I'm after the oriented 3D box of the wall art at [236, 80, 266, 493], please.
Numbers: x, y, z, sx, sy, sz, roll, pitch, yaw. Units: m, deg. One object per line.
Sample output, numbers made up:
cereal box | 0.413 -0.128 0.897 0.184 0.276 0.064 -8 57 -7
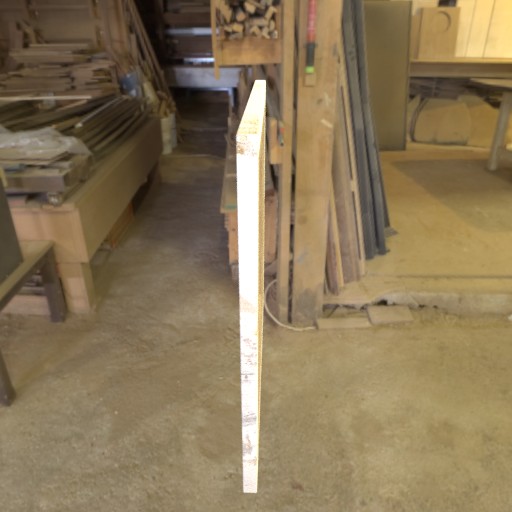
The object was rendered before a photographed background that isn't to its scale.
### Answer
wall art | 0.000 0.000 1.500 0.040 1.018 1.015 1 27 2
